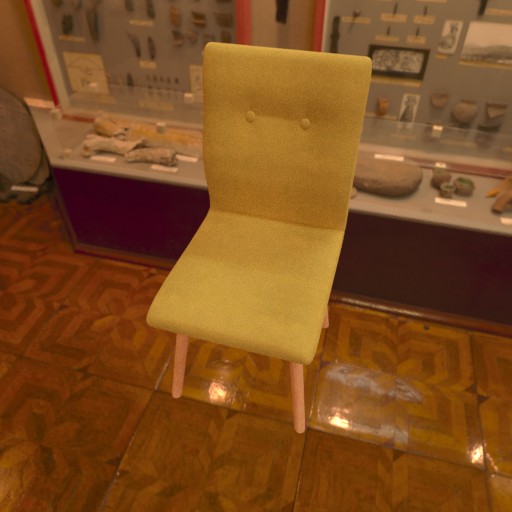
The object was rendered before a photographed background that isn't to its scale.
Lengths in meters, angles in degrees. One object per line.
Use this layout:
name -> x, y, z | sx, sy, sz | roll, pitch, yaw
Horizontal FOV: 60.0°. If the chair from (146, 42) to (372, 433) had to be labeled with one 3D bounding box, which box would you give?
chair -> 0.000, 0.000, 1.266 | 0.450, 0.965, 0.550 | 11, 43, 12
